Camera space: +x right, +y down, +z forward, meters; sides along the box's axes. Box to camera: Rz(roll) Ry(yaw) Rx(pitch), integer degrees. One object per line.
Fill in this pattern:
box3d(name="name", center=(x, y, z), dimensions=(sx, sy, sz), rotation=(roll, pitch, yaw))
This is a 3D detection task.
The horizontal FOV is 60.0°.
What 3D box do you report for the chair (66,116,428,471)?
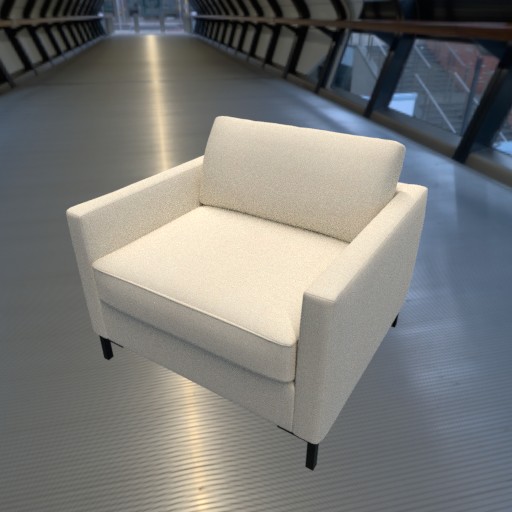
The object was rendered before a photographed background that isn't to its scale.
box3d(name="chair", center=(0.000, 0.000, 1.603), dimensions=(0.964, 0.806, 0.875), rotation=(17, 34, 28))
